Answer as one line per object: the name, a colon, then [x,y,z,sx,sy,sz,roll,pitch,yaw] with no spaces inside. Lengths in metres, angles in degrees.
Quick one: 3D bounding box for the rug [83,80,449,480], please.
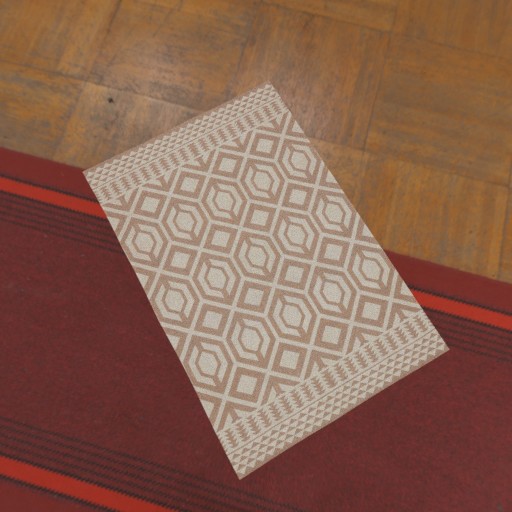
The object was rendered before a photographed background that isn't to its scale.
rug: [0.000,0.000,2.382,1.219,0.008,1.829,-29,77,-8]
